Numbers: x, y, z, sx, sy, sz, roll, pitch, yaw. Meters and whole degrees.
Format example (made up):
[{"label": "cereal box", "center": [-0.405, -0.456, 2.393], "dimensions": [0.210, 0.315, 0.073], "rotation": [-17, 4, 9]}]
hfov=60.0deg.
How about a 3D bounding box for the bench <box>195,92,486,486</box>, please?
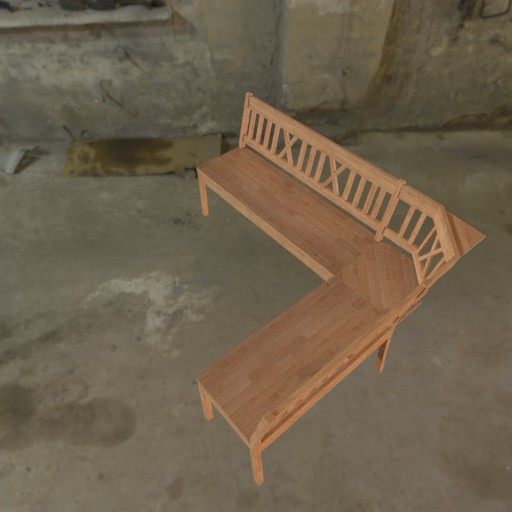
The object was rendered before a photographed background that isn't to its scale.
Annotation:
[{"label": "bench", "center": [0.000, 0.000, 2.764], "dimensions": [1.537, 0.902, 1.937], "rotation": [-32, 55, -26]}]
